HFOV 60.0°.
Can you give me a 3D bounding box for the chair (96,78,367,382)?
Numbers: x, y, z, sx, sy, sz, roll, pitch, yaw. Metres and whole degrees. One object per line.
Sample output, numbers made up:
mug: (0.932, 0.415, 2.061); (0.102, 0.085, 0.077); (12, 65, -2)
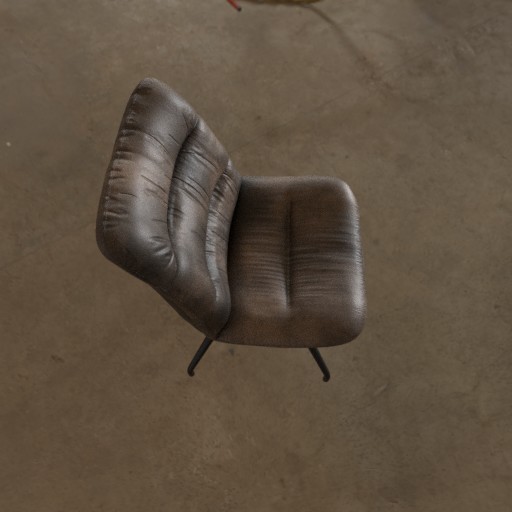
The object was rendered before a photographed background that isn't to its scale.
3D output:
chair: (0.000, 0.000, 1.279); (0.622, 0.870, 0.549); (2, 61, 1)
